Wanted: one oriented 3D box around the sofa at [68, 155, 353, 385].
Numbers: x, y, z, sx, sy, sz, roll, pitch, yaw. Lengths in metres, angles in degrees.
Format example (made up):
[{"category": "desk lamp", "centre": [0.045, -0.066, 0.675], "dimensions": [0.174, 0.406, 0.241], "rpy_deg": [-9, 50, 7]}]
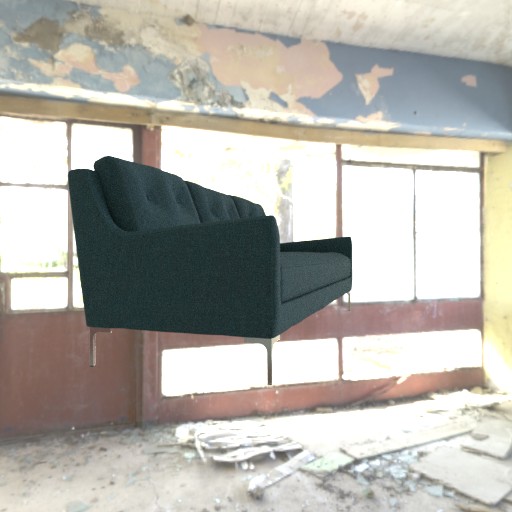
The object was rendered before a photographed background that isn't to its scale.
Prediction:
[{"category": "sofa", "centre": [0.000, 0.000, 2.537], "dimensions": [0.849, 0.837, 2.060], "rpy_deg": [0, 0, 19]}]
